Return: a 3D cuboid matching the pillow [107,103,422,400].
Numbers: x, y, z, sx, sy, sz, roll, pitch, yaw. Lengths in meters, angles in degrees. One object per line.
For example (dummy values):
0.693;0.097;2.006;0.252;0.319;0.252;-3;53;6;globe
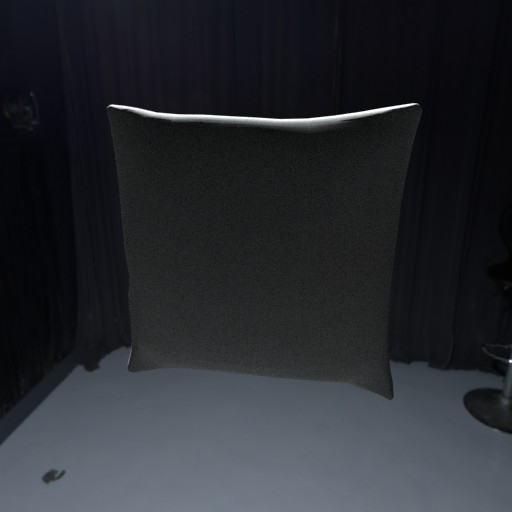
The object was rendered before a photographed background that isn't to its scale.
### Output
0.000;0.000;0.757;0.496;0.491;0.219;3;18;9;pillow
